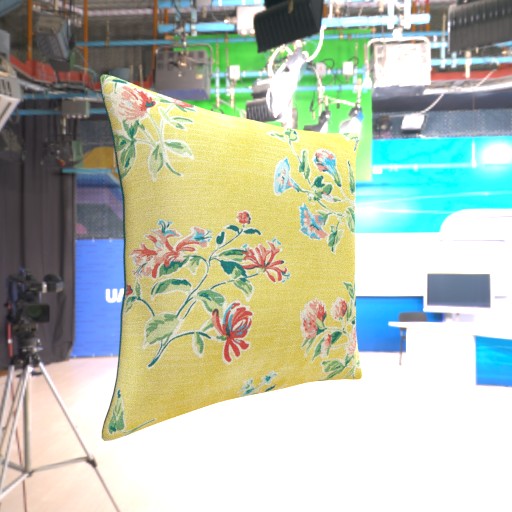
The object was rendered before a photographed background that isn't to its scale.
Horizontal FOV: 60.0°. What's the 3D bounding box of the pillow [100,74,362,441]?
[{"bbox_3d":[0.000,0.000,0.762,0.525,0.508,0.166,0,0,-35],"label":"pillow"}]
